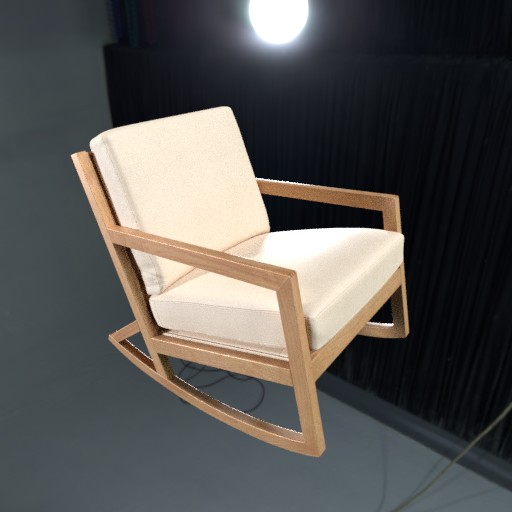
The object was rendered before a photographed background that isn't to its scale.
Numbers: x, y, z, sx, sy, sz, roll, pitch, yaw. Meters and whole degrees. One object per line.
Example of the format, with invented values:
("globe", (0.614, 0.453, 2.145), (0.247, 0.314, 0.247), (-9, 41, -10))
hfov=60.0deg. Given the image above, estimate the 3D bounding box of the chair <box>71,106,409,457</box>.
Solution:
("chair", (0.000, 0.000, 1.404), (0.857, 0.790, 0.622), (19, 33, 32))
